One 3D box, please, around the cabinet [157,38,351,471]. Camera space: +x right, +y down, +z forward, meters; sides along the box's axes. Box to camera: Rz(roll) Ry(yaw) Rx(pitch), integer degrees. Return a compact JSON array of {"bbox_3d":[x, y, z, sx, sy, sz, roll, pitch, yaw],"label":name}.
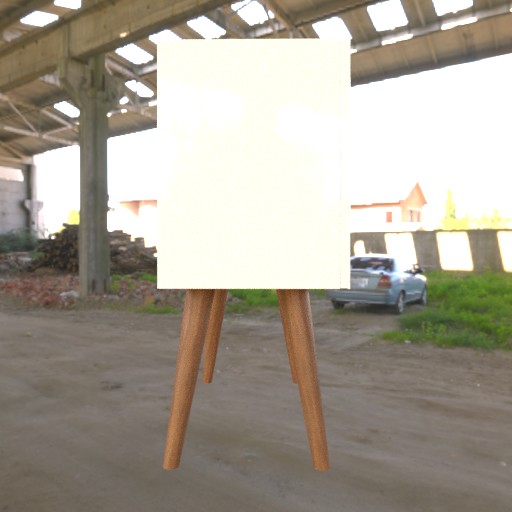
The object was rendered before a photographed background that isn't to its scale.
[{"bbox_3d":[0.000,0.000,1.081,0.344,0.772,0.591,0,0,1],"label":"cabinet"}]
